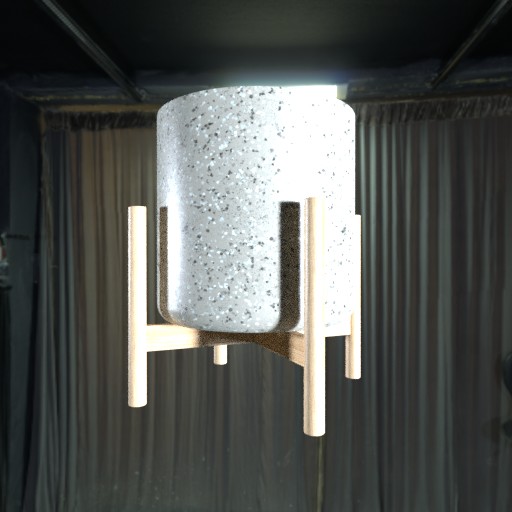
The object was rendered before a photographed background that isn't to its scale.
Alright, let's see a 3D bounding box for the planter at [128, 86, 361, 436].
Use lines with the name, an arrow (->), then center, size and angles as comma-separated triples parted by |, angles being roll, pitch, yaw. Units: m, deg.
planter -> 0.000, 0.000, 0.696 | 0.360, 0.419, 0.360 | 0, 0, 0
